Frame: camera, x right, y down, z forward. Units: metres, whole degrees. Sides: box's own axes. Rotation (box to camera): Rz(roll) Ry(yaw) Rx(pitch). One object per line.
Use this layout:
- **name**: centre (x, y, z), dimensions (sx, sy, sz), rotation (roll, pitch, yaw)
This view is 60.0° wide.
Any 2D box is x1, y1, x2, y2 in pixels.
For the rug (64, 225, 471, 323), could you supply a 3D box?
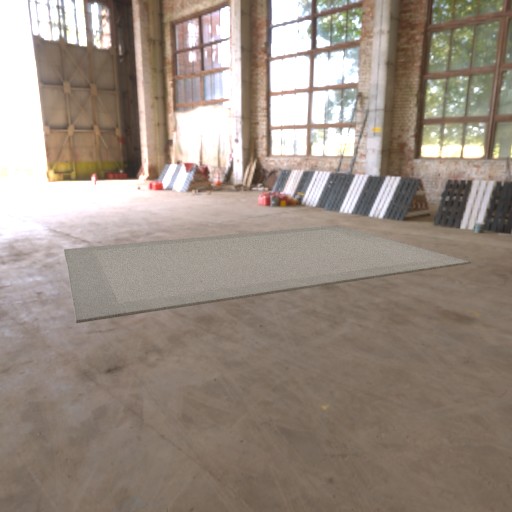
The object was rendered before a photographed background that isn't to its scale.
- **rug**: centre (0.000, 0.000, 3.109), dimensions (2.438, 0.014, 1.524), rotation (-6, 15, -24)
